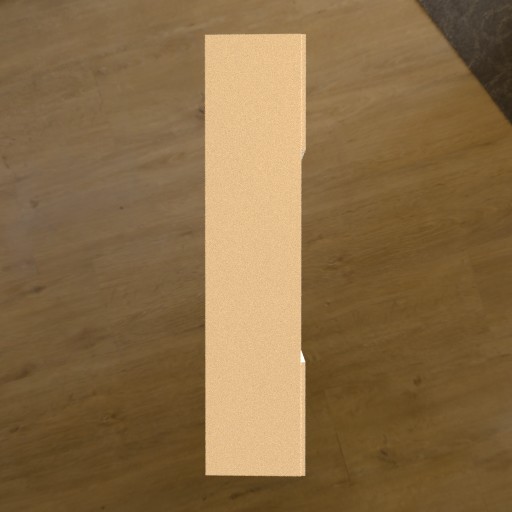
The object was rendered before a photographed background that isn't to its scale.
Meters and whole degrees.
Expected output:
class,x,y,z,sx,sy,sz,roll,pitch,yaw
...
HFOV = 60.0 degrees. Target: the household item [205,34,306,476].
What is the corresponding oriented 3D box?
class,x,y,z,sx,sy,sz,roll,pitch,yaw
household item,0.000,0.000,2.013,0.420,0.310,1.850,0,91,1
